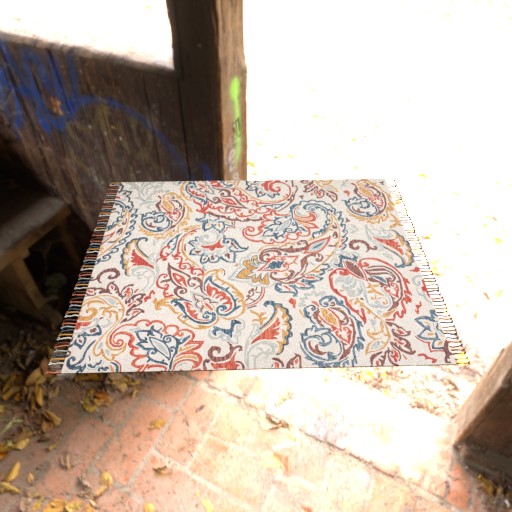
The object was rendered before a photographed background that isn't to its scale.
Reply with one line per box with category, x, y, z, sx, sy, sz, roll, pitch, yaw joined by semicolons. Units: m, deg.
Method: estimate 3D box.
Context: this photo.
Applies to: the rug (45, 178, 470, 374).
rug;0.000;0.000;4.261;3.274;0.015;2.439;-1;46;-1
